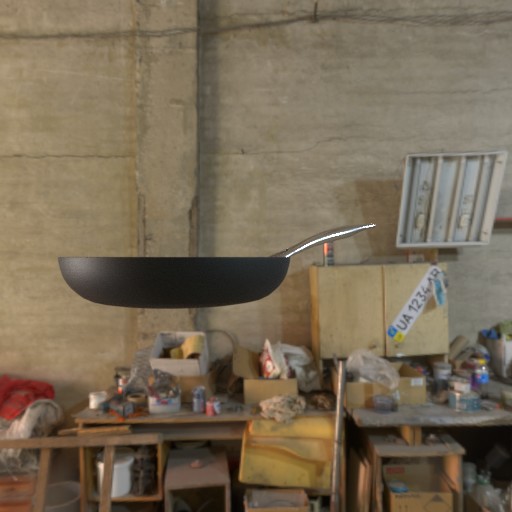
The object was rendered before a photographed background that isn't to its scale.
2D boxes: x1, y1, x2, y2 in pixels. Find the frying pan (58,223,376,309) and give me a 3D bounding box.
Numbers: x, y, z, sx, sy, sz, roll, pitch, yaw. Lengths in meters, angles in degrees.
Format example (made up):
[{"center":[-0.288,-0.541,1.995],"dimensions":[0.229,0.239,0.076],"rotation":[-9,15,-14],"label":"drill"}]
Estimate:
[{"center":[0.000,0.000,0.573],"dimensions":[0.472,0.105,0.255],"rotation":[0,0,-35],"label":"frying pan"}]
